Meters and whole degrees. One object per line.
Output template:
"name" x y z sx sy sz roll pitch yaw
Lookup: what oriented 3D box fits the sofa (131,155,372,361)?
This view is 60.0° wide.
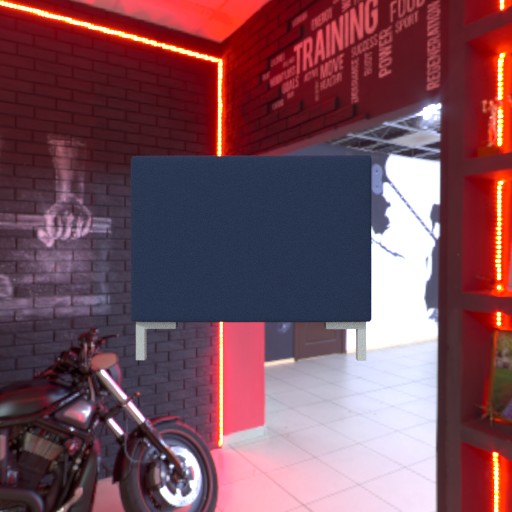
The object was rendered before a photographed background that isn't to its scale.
"sofa" 0.000 0.000 2.437 0.797 0.657 2.102 0 0 1
